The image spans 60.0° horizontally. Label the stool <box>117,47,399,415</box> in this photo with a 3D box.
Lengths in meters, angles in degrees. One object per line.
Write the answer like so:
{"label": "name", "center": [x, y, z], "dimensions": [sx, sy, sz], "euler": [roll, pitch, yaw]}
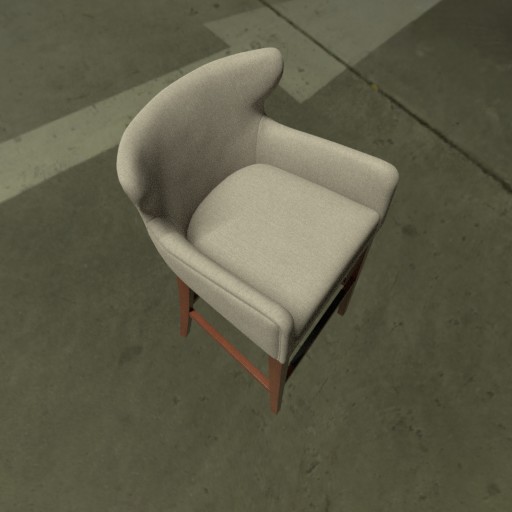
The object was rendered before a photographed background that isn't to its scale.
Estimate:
{"label": "stool", "center": [0.000, 0.000, 1.417], "dimensions": [0.575, 1.047, 0.575], "euler": [31, 63, 18]}
